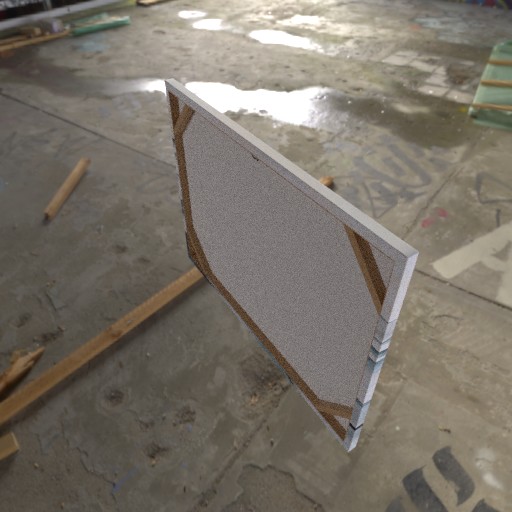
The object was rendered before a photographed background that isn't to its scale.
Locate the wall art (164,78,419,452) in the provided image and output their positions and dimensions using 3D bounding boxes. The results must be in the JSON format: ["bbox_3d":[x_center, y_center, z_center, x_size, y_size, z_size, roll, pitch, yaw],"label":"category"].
[{"bbox_3d":[0.000,0.000,1.627,0.039,0.915,1.219,-24,47,-24],"label":"wall art"}]
